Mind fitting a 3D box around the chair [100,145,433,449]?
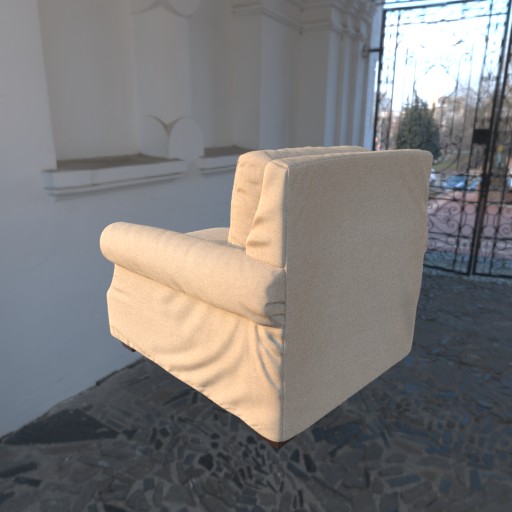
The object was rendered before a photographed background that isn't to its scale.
[{"bbox_3d":[0.000,0.000,1.774,0.940,0.866,1.066,-15,22,-43],"label":"chair"}]
